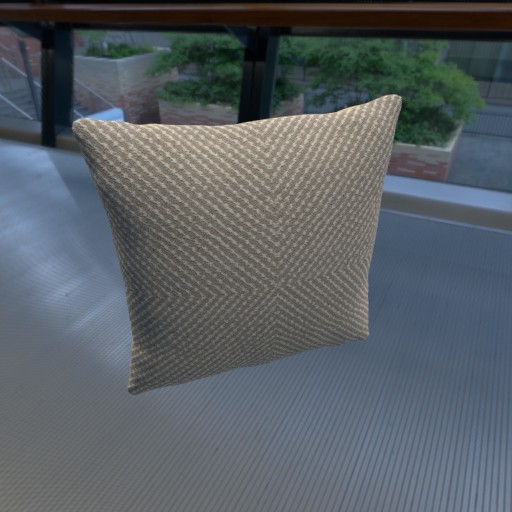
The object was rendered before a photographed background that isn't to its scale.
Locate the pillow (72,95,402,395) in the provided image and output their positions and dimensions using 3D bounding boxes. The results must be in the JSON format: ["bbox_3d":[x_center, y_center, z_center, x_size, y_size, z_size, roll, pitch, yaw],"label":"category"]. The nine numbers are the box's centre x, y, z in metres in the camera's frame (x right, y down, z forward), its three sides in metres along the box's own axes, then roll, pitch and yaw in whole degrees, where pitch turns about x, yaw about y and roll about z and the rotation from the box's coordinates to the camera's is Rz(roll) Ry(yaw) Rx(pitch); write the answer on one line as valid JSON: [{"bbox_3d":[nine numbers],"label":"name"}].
[{"bbox_3d":[0.000,0.000,0.700,0.459,0.458,0.181,-10,33,-15],"label":"pillow"}]
